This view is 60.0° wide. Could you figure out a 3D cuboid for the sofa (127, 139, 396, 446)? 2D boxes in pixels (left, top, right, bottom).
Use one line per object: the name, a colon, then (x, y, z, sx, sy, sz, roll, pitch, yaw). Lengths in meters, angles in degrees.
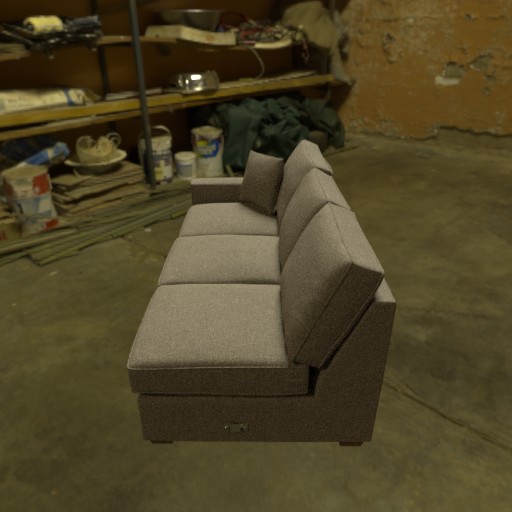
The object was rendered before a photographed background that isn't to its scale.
sofa: (0.000, 0.000, 2.575, 1.034, 0.946, 1.963, 0, 27, 0)
